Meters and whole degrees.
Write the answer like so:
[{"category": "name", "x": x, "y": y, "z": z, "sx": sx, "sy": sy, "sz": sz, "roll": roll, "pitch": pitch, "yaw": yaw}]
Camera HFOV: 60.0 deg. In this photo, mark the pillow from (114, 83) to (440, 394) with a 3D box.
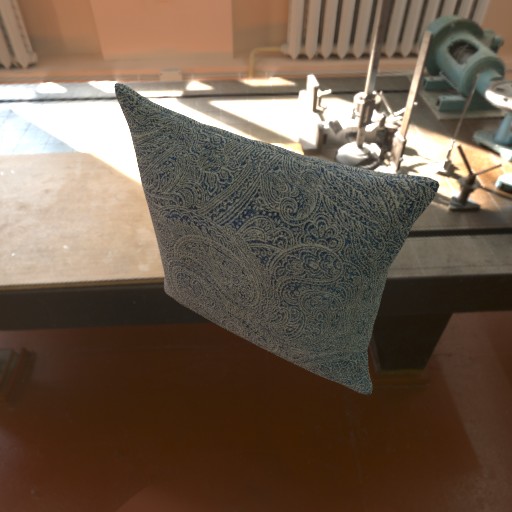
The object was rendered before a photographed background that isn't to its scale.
[{"category": "pillow", "x": 0.000, "y": 0.000, "z": 0.788, "sx": 0.523, "sy": 0.510, "sz": 0.166, "roll": 23, "pitch": 49, "yaw": 22}]
